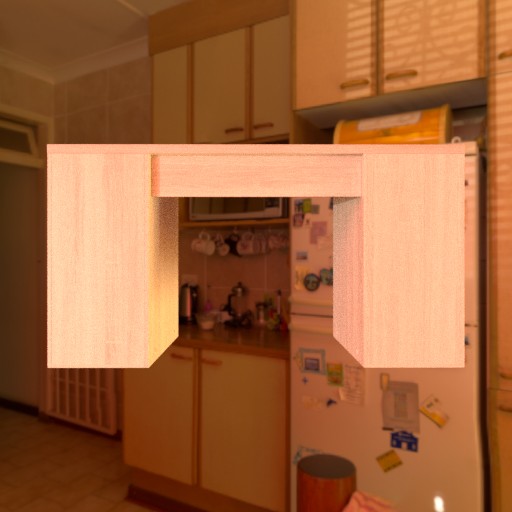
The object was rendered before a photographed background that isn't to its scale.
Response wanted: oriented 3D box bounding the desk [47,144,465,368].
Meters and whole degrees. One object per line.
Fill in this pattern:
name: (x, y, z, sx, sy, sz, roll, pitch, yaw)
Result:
desk: (0.000, 0.000, 1.768, 1.390, 0.740, 0.600, 0, 0, 0)
